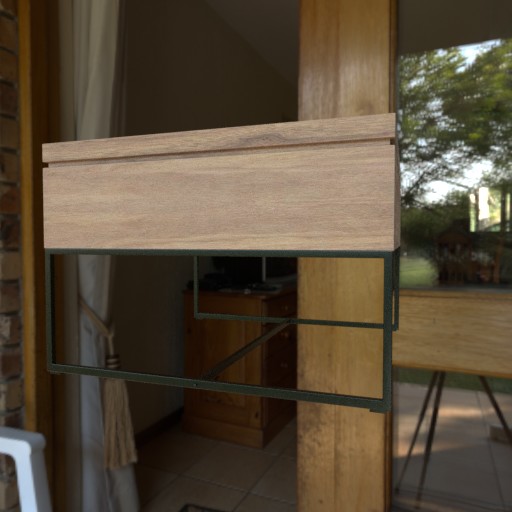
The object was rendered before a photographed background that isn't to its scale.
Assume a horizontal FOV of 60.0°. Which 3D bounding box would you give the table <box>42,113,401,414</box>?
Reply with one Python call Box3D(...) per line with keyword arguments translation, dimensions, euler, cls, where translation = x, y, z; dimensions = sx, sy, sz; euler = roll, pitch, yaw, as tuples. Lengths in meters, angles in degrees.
Box3D(translation=(0.000, 0.000, 1.108), dimensions=(0.676, 0.464, 0.679), euler=(1, 2, 19), cls="table")
